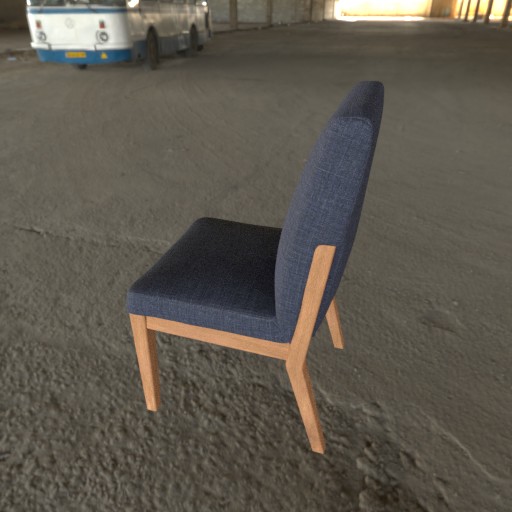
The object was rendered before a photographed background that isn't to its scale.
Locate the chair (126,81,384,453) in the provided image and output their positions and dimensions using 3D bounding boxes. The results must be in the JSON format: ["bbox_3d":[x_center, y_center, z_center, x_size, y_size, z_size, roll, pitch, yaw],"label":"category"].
[{"bbox_3d":[0.000,0.000,1.264,0.586,0.911,0.507,8,30,14],"label":"chair"}]
